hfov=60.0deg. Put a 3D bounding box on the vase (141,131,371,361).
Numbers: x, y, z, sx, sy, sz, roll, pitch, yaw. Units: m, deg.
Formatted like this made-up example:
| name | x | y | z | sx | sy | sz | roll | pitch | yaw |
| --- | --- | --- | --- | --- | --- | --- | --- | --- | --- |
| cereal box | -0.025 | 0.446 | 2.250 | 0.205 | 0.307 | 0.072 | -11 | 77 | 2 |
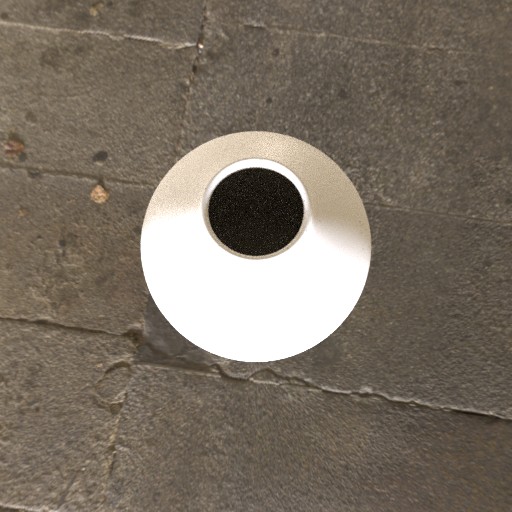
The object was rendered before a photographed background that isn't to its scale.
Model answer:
| name | x | y | z | sx | sy | sz | roll | pitch | yaw |
| --- | --- | --- | --- | --- | --- | --- | --- | --- | --- |
| vase | 0.000 | 0.000 | 0.366 | 0.169 | 0.240 | 0.169 | 0 | 77 | 0 |
